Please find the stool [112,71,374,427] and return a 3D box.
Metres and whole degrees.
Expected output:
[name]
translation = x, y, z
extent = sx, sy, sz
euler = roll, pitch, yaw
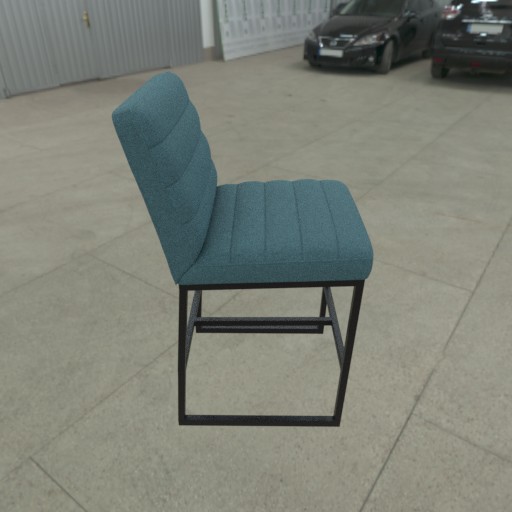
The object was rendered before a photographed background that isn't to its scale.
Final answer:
[stool]
translation = 0.000, 0.000, 1.280
extent = 0.560, 0.940, 0.460
euler = 0, 32, 0
